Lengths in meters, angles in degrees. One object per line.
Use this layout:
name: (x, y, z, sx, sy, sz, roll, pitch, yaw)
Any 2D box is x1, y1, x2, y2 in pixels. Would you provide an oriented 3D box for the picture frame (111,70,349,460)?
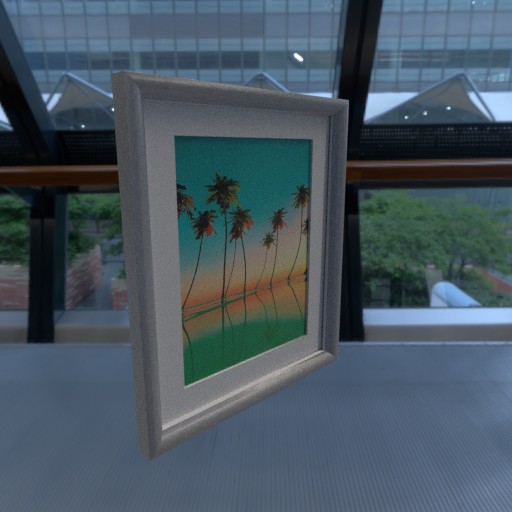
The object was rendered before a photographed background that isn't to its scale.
picture frame: (0.000, 0.000, 0.534, 0.327, 0.378, 0.027, -13, 18, -42)
